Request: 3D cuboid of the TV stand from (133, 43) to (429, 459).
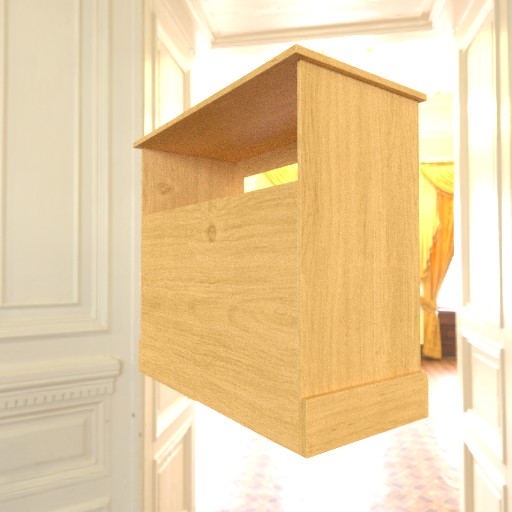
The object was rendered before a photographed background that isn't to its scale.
[{"bbox_3d":[0.000,0.000,1.302,0.430,0.787,0.851,1,-1,-36],"label":"TV stand"}]
